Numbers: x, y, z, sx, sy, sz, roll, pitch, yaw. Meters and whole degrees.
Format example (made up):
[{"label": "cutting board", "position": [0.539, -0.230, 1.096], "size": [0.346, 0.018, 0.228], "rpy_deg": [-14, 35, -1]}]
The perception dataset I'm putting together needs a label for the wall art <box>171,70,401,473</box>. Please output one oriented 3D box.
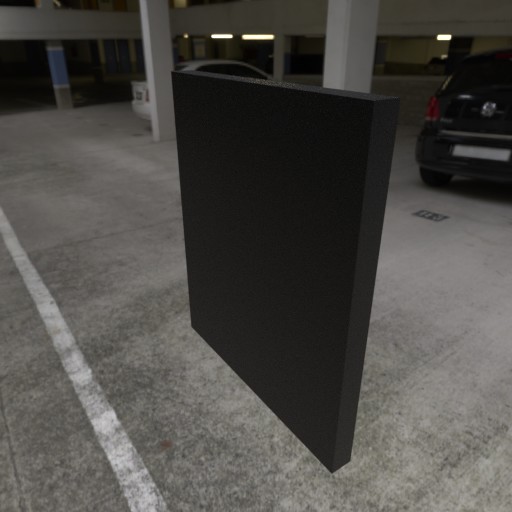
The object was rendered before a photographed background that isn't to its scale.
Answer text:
[{"label": "wall art", "position": [0.000, 0.000, 0.516], "size": [0.028, 0.380, 0.325], "rpy_deg": [-17, 31, -31]}]
